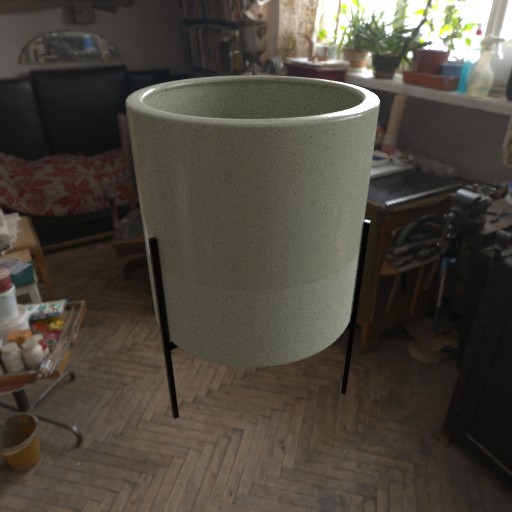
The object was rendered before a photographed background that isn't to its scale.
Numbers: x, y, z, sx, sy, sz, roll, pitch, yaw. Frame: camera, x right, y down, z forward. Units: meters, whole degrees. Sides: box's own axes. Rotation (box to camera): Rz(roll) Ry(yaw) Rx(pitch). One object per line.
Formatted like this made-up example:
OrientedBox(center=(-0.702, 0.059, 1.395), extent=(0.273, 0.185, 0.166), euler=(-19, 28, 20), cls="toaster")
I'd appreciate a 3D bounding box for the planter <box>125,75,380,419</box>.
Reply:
OrientedBox(center=(0.000, 0.000, 0.679), extent=(0.323, 0.475, 0.314), euler=(10, 32, 17), cls="planter")
